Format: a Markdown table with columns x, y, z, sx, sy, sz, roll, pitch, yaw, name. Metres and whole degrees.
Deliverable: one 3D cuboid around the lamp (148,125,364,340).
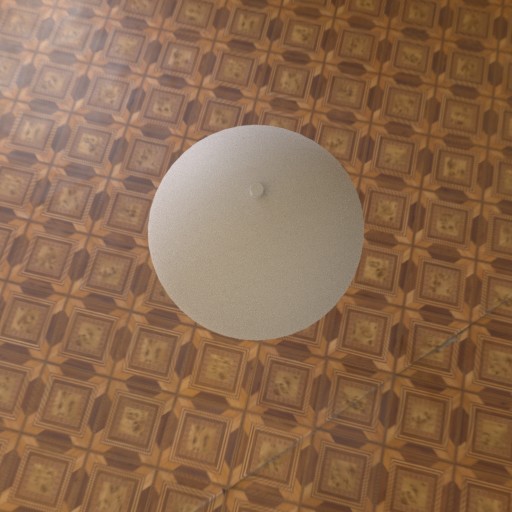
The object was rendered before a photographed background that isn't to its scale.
| x | y | z | sx | sy | sz | roll | pitch | yaw | name |
| --- | --- | --- | --- | --- | --- | --- | --- | --- | --- |
| 0.000 | 0.000 | 0.432 | 0.171 | 0.330 | 0.171 | 0 | 76 | 0 | lamp |
